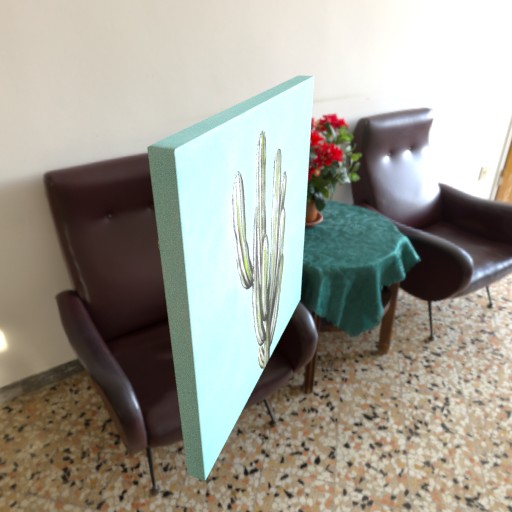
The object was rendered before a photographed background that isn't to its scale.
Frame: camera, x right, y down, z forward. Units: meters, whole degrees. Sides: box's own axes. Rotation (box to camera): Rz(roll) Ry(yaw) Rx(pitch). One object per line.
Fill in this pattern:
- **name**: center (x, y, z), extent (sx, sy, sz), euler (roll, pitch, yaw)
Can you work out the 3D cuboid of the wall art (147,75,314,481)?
- **wall art**: center (0.000, 0.000, 1.131), extent (0.054, 0.766, 0.765), euler (11, 32, 18)
